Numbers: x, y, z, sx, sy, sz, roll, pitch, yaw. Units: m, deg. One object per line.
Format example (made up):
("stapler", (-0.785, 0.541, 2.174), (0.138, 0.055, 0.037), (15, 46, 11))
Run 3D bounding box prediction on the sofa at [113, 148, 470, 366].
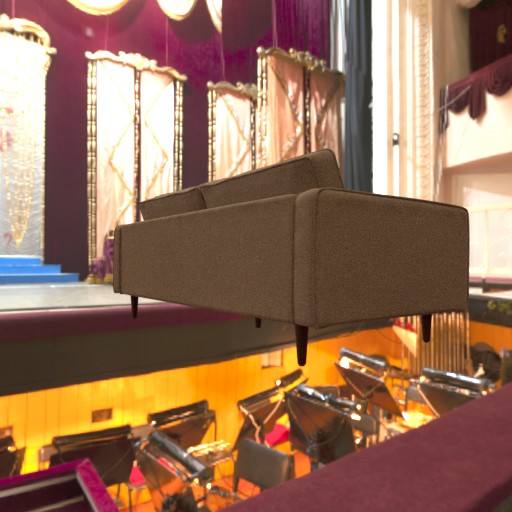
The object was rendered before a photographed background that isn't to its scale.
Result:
("sofa", (0.000, 0.000, 2.348), (0.914, 0.762, 1.879), (0, -1, -36))
